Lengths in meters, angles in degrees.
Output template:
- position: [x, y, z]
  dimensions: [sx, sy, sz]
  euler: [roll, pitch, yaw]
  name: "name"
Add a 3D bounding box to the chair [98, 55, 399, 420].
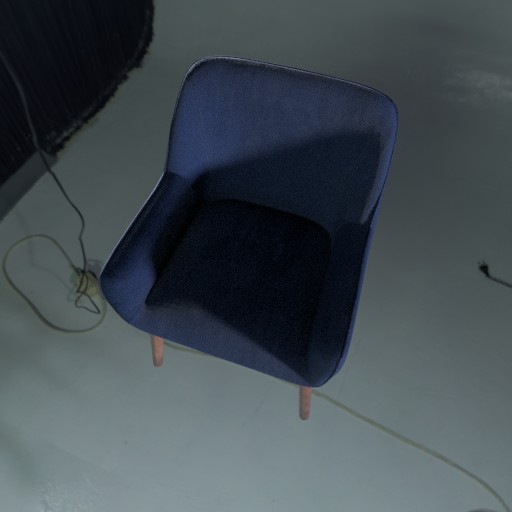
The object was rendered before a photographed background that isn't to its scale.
- position: [0.000, 0.000, 1.256]
  dimensions: [0.600, 0.820, 0.600]
  euler: [17, 59, 10]
  name: "chair"
